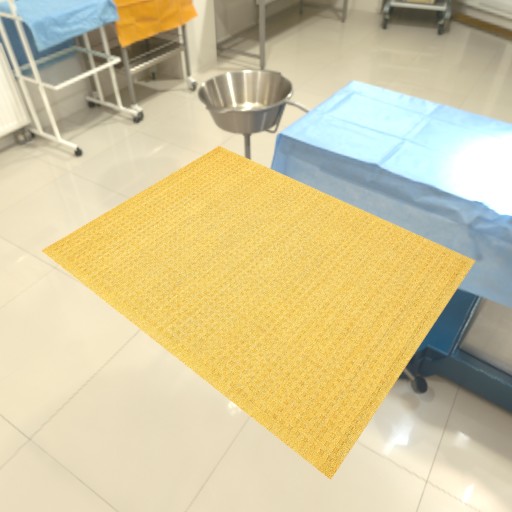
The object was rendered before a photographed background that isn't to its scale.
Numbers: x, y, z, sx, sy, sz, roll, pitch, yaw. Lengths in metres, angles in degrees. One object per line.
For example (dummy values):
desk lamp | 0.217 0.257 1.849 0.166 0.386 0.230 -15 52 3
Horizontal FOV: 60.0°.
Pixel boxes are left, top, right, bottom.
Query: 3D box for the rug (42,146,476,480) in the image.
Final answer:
rug | 0.000 0.000 4.174 3.242 0.015 2.486 30 51 27
